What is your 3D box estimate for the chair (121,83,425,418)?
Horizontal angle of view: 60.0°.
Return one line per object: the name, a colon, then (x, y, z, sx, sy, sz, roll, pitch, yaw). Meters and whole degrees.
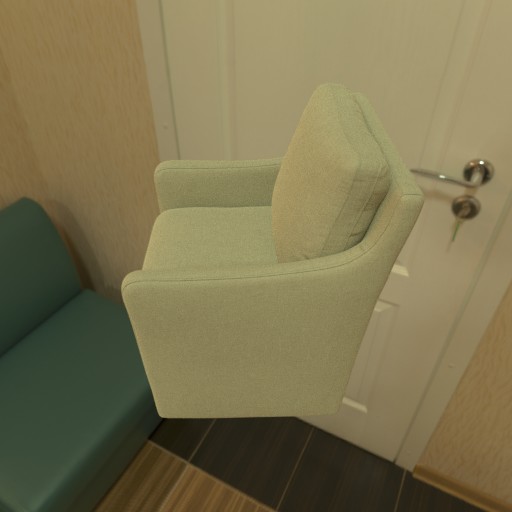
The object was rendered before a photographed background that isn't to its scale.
chair: (0.000, 0.000, 1.384, 0.694, 0.914, 0.626, -1, 41, -1)
